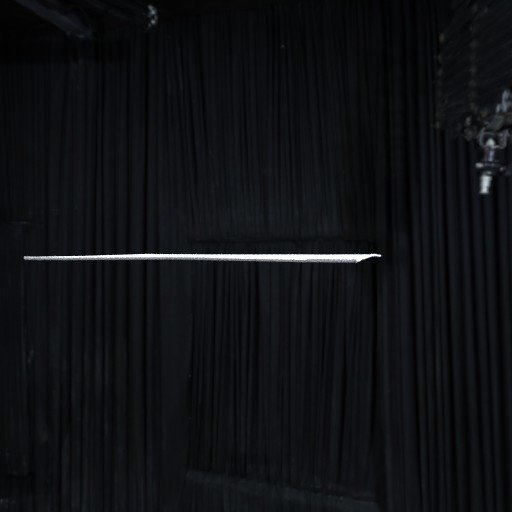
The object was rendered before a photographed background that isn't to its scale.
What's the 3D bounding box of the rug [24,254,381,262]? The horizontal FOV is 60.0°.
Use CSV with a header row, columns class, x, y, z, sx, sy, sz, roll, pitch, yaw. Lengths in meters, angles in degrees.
class,x,y,z,sx,sy,sz,roll,pitch,yaw
rug,0.000,0.000,2.223,1.149,0.021,1.773,0,0,18
